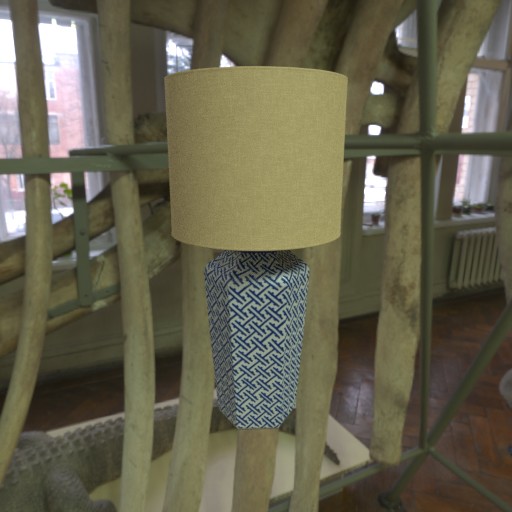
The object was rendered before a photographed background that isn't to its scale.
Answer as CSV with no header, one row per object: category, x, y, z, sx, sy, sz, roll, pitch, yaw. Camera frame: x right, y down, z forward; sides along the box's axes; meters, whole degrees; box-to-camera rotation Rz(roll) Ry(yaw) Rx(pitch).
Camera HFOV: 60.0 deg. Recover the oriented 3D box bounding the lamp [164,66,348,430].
lamp,0.000,0.000,0.867,0.320,0.682,0.320,-7,16,-26
